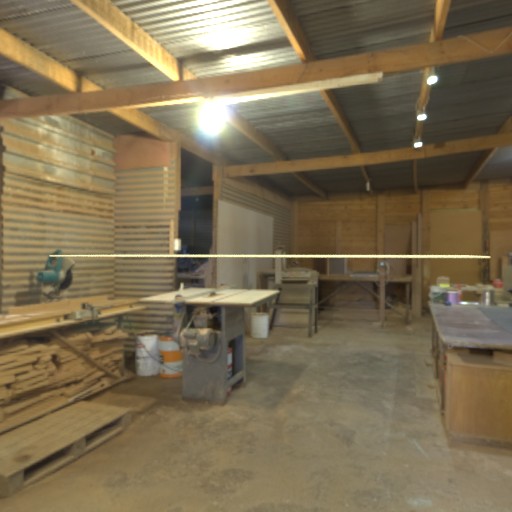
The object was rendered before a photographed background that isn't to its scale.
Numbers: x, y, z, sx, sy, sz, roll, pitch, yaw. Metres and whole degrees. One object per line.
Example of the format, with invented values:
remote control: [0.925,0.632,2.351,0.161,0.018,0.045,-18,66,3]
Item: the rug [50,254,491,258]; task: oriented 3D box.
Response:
rug: [0.000,0.000,2.696,2.435,0.009,0.750,0,0,18]
